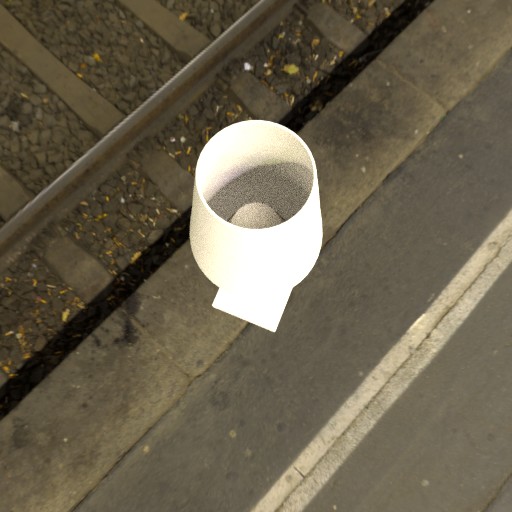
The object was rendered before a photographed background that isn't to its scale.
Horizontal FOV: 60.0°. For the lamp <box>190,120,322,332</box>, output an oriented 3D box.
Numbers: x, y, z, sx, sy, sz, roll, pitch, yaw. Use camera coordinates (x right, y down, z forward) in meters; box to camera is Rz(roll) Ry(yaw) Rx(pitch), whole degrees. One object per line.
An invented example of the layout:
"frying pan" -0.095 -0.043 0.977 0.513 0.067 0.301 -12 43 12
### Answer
"lamp" 0.000 0.000 0.734 0.181 0.639 0.181 22 77 5
